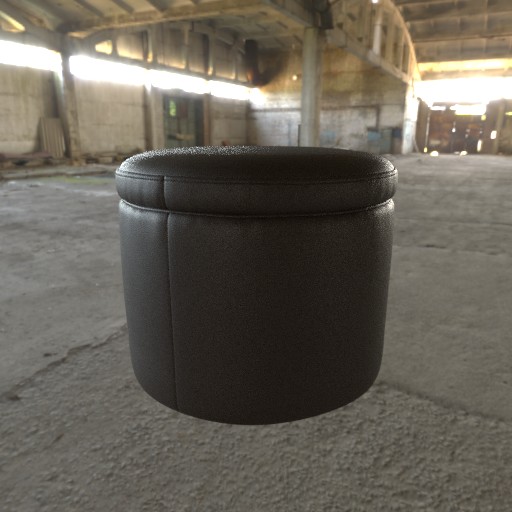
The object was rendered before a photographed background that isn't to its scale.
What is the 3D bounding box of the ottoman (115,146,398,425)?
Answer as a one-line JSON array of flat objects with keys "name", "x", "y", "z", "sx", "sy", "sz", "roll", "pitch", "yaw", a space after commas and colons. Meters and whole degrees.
[{"name": "ottoman", "x": 0.000, "y": 0.000, "z": 0.856, "sx": 0.500, "sy": 0.409, "sz": 0.500, "roll": 0, "pitch": 15, "yaw": 0}]
